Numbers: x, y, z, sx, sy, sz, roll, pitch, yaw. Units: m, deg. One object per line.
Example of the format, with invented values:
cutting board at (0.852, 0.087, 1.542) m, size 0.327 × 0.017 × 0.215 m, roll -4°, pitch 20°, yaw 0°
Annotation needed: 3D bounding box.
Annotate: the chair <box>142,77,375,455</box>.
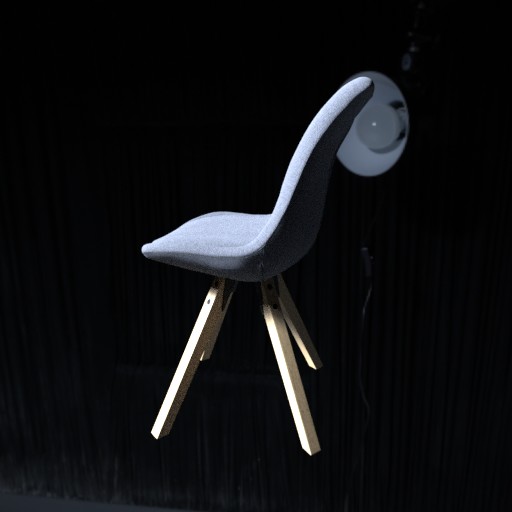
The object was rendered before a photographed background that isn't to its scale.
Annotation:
chair at (0.000, 0.000, 1.180) m, size 0.550 × 0.850 × 0.485 m, roll 2°, pitch 15°, yaw 9°
